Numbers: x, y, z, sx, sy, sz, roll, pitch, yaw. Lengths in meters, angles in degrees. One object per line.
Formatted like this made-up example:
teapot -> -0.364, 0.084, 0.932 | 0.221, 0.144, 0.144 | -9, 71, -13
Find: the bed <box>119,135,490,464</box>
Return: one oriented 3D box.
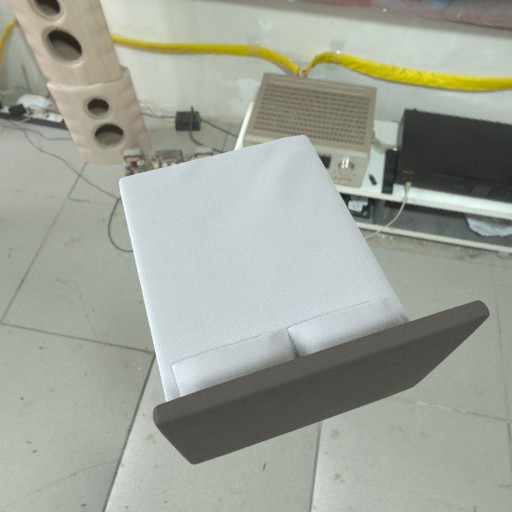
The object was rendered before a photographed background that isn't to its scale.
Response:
bed -> 0.000, 0.000, 3.057 | 1.723, 1.330, 2.142 | -16, 59, -10
